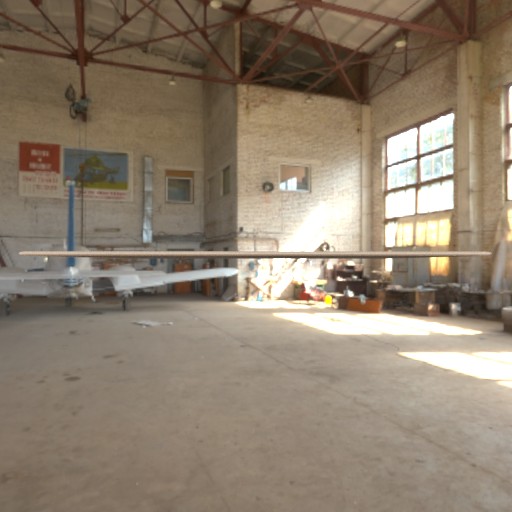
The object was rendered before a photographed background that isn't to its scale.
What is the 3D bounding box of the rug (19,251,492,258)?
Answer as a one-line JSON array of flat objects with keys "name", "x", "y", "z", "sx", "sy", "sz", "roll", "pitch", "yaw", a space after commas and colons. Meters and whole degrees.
[{"name": "rug", "x": 0.000, "y": 0.000, "z": 2.691, "sx": 2.081, "sy": 0.020, "sz": 1.525, "roll": 0, "pitch": -1, "yaw": -1}]
